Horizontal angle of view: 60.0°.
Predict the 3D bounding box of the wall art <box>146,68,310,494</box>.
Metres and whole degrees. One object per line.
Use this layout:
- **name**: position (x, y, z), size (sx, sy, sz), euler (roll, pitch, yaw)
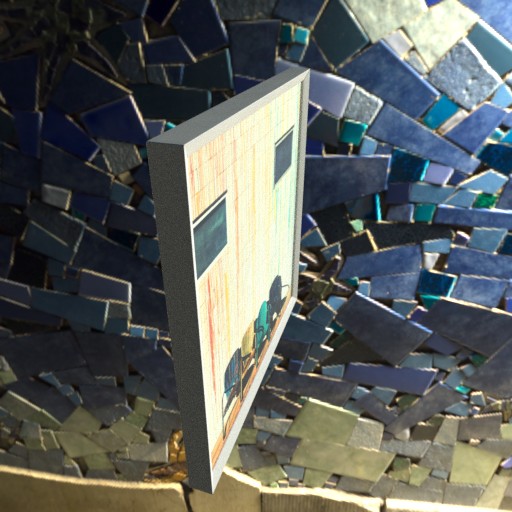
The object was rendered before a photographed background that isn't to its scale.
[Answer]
- **wall art**: position (0.000, 0.000, 0.723), size (0.037, 0.508, 0.508), euler (9, 31, 16)
